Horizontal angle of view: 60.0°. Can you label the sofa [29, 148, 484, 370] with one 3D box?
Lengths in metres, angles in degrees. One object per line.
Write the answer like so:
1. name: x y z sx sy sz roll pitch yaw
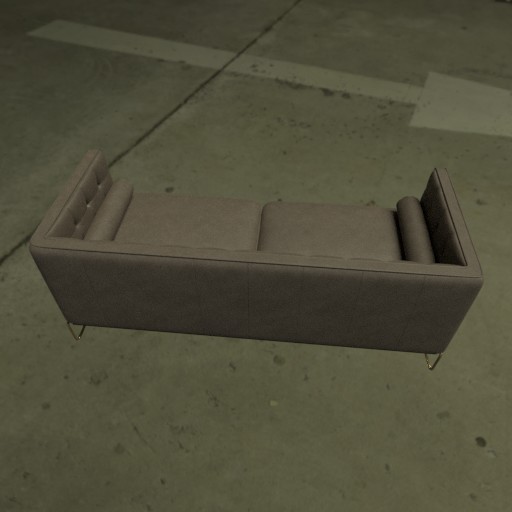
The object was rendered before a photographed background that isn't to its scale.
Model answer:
1. sofa: 0.000 0.000 2.521 2.087 0.789 0.867 4 46 4
